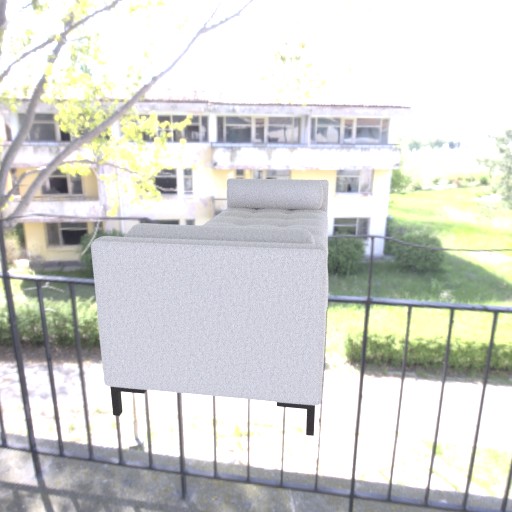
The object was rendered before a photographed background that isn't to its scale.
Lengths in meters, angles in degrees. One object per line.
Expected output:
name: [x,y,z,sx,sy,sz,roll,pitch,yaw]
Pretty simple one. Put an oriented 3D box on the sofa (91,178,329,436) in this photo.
sofa: [0.000,0.000,2.319,0.746,0.641,1.985,2,16,9]
